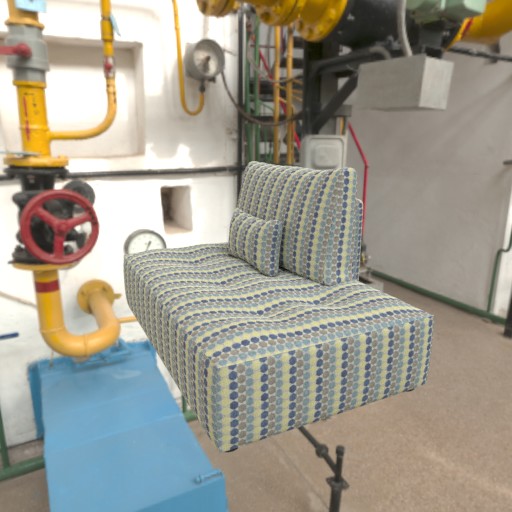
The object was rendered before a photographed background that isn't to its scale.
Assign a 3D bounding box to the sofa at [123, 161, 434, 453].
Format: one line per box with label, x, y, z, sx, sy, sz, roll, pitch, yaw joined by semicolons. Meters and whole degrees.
sofa;0.000;0.000;2.076;1.000;0.820;1.450;-8;17;-26
